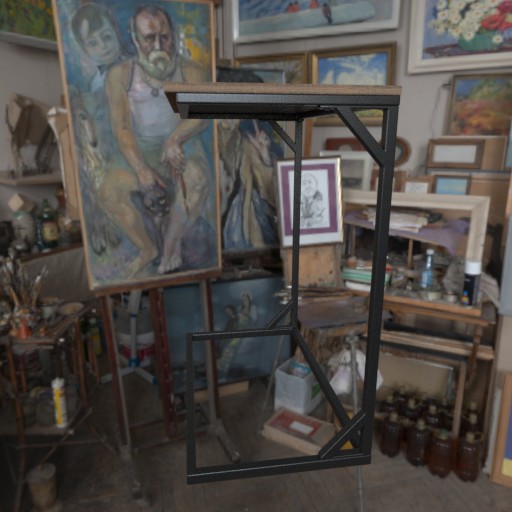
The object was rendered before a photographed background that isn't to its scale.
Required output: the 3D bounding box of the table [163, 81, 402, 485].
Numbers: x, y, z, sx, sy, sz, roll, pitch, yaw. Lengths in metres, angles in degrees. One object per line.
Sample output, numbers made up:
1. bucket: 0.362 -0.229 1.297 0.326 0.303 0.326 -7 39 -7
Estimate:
1. table: 0.000 0.000 1.009 0.351 0.673 0.597 -2 15 -8
